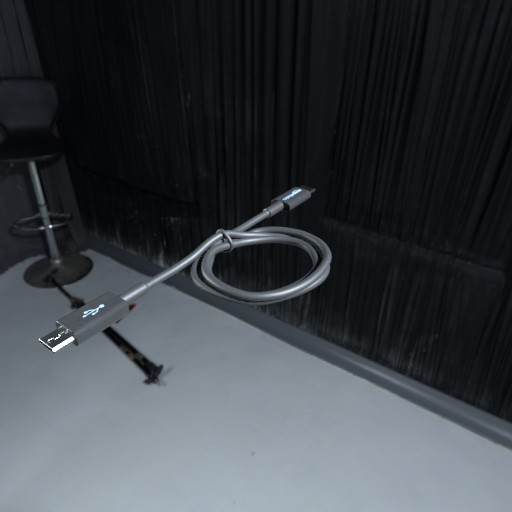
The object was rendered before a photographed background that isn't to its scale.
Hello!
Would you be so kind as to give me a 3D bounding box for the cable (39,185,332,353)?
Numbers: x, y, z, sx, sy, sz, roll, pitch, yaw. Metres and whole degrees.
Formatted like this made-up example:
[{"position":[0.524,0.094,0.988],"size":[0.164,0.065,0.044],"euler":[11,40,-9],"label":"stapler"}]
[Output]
[{"position":[0.000,0.000,0.218],"size":[0.070,0.014,0.192],"euler":[21,37,31],"label":"cable"}]
